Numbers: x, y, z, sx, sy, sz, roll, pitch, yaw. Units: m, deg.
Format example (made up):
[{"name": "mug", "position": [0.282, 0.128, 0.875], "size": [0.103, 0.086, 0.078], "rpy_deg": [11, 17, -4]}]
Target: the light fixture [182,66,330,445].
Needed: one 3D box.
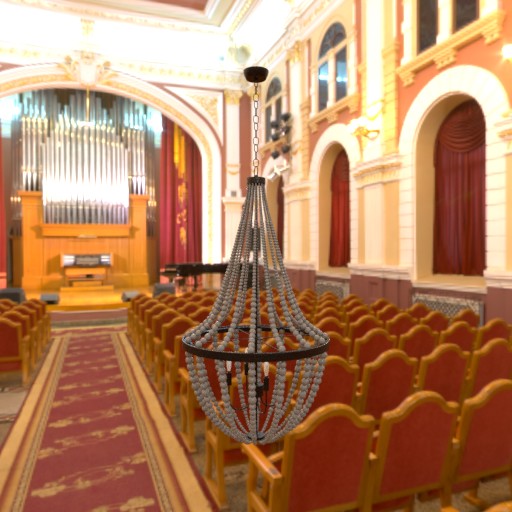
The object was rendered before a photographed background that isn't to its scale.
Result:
[{"name": "light fixture", "position": [0.000, 0.000, 1.366], "size": [0.450, 1.133, 0.450], "rpy_deg": [0, 0, 0]}]
